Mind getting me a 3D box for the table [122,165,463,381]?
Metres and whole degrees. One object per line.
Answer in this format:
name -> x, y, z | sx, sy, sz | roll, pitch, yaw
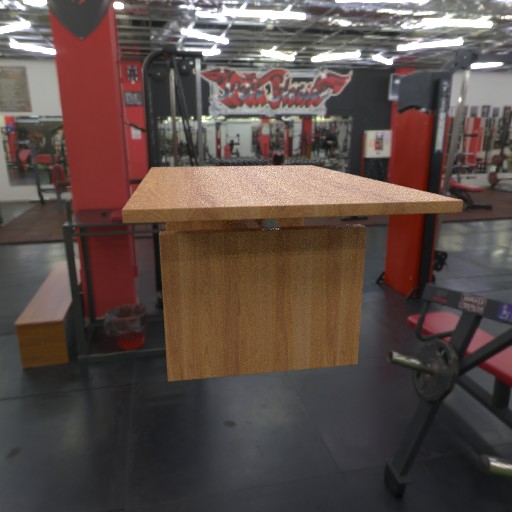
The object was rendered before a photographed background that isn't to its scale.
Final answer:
table -> 0.000, 0.000, 1.470 | 0.700, 0.510, 1.100 | -3, 16, -10
